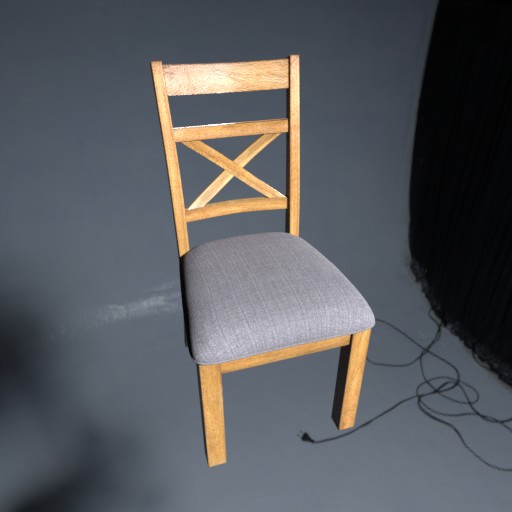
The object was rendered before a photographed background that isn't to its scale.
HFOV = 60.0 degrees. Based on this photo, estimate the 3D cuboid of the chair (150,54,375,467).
[{"bbox_3d":[0.000,0.000,1.231,0.470,0.949,0.581,-9,33,-15],"label":"chair"}]
